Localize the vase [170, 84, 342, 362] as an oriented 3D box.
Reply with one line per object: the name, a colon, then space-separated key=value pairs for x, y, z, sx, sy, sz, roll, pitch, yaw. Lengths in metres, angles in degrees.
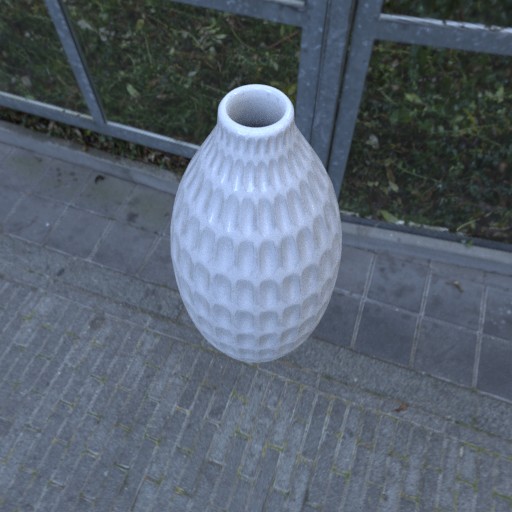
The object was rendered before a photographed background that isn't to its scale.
vase: x=0.000 y=0.000 z=0.342 sx=0.127 sy=0.282 sz=0.127 roll=0 pitch=58 yaw=0
